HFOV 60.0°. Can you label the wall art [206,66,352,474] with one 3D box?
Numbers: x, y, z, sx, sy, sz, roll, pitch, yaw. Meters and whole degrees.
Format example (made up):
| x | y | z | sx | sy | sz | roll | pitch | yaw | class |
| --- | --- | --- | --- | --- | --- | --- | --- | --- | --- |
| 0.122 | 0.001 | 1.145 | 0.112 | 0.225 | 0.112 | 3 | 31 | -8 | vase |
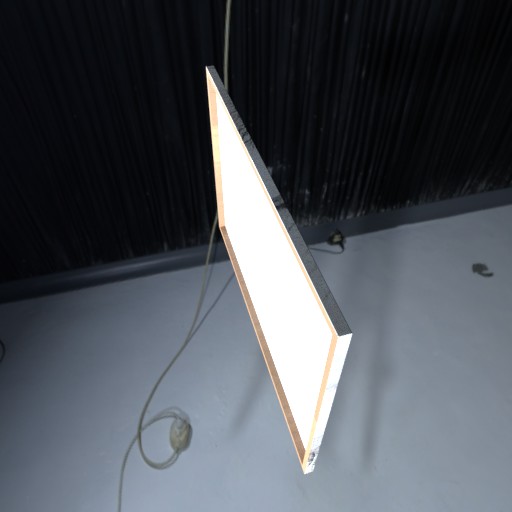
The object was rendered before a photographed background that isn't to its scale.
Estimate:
| x | y | z | sx | sy | sz | roll | pitch | yaw | class |
| --- | --- | --- | --- | --- | --- | --- | --- | --- | --- |
| 0.000 | 0.000 | 1.155 | 0.023 | 0.607 | 0.914 | -12 | 48 | -11 | wall art |
